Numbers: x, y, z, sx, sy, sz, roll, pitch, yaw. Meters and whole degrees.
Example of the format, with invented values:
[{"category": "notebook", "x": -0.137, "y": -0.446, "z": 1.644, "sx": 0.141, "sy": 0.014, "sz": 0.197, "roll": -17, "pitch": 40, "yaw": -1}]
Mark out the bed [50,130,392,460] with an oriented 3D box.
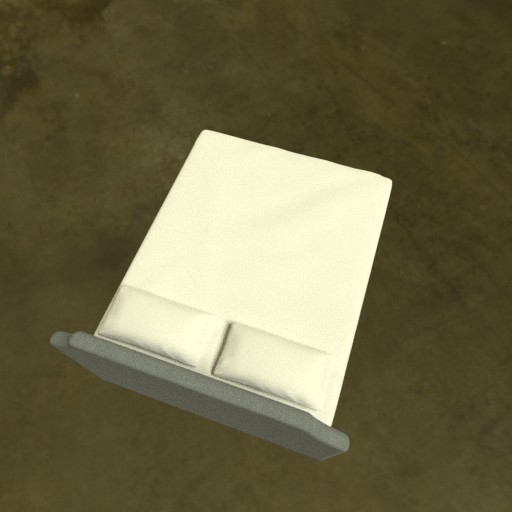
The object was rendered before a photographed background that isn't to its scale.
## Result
[{"category": "bed", "x": 0.000, "y": 0.000, "z": 3.287, "sx": 1.811, "sy": 1.296, "sz": 2.259, "roll": 17, "pitch": 64, "yaw": 9}]
